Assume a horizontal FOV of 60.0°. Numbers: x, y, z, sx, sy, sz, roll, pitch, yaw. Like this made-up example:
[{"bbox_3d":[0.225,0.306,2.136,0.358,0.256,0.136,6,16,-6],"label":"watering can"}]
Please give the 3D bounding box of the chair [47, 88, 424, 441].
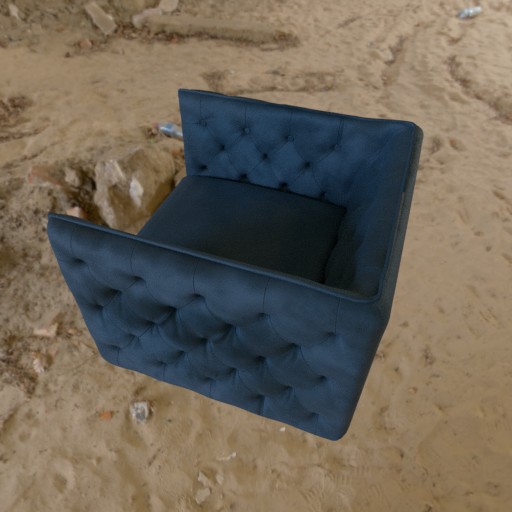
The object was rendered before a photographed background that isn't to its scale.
[{"bbox_3d":[0.000,0.000,1.527,0.877,0.771,0.868,15,48,14],"label":"chair"}]
